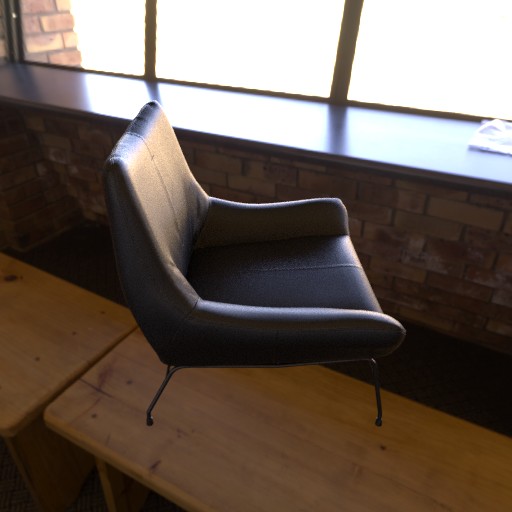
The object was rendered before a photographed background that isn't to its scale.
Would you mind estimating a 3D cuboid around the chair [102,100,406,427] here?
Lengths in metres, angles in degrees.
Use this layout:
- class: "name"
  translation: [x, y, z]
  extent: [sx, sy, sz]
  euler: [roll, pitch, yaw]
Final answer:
- class: "chair"
  translation: [0.000, 0.000, 1.548]
  extent: [0.826, 0.922, 0.836]
  euler: [-1, 32, -2]
